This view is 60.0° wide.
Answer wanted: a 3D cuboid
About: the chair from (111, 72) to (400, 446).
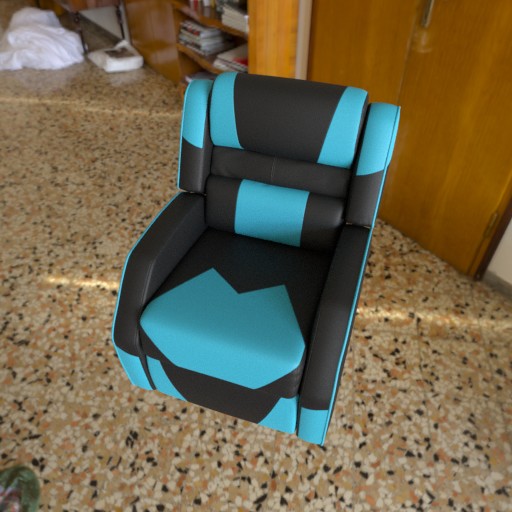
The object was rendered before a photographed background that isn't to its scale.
[{"bbox_3d":[0.000,0.000,1.284,0.620,0.805,0.672,13,44,14],"label":"chair"}]
